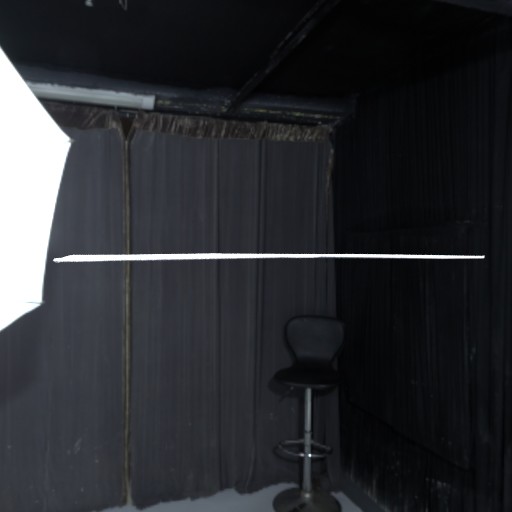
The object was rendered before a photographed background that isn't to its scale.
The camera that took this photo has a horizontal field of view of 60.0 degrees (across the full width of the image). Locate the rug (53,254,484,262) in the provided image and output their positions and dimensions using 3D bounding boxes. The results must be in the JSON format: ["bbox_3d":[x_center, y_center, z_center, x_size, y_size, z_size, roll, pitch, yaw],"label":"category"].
[{"bbox_3d":[0.000,0.000,2.229,1.773,0.021,1.149,0,1,-19],"label":"rug"}]
